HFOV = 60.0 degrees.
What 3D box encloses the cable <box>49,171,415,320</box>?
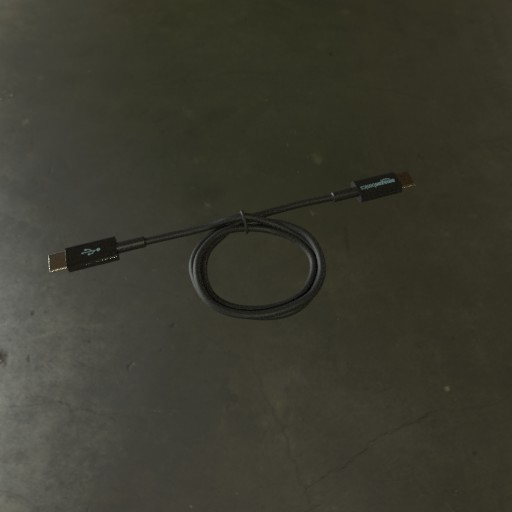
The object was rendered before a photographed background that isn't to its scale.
[{"bbox_3d":[0.000,0.000,0.225,0.203,0.014,0.070,-14,59,-9],"label":"cable"}]
